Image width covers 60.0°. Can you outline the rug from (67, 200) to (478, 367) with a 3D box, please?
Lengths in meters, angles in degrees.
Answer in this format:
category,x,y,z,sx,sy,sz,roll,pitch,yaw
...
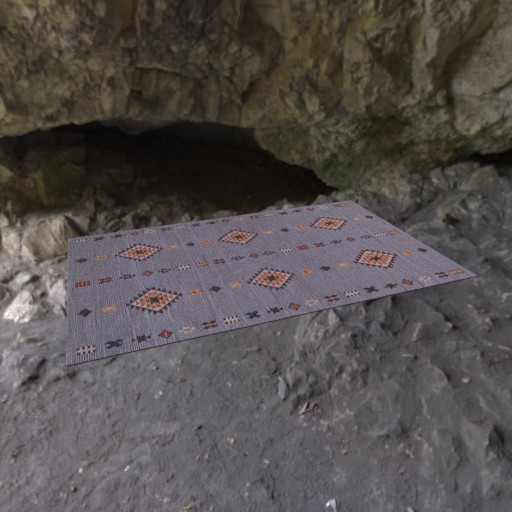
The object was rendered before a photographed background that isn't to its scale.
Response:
category,x,y,z,sx,sy,sz,roll,pitch,yaw
rug,0.000,0.000,3.054,2.427,0.007,1.515,-10,28,-18
